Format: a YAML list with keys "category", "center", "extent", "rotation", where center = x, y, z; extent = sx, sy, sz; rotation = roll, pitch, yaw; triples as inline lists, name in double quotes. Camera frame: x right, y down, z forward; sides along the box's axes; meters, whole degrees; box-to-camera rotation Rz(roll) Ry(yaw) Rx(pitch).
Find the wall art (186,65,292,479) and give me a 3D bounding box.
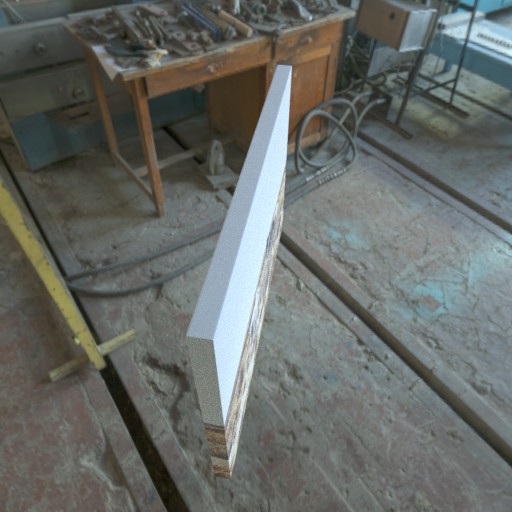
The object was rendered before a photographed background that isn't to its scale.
- category: "wall art"
  center: [0.000, 0.000, 1.445]
  extent: [0.051, 0.761, 1.138]
  rotation: [7, 47, 7]
